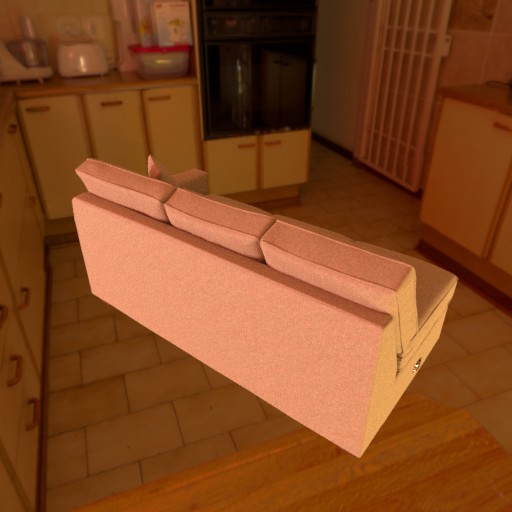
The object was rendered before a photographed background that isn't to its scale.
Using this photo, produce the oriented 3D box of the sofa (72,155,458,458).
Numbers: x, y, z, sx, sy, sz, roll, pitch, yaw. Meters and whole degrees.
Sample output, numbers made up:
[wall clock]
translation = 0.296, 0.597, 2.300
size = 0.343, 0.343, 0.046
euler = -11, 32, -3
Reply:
[sofa]
translation = 0.000, 0.000, 2.511
size = 1.963, 0.946, 1.034
euler = 22, 37, 32
